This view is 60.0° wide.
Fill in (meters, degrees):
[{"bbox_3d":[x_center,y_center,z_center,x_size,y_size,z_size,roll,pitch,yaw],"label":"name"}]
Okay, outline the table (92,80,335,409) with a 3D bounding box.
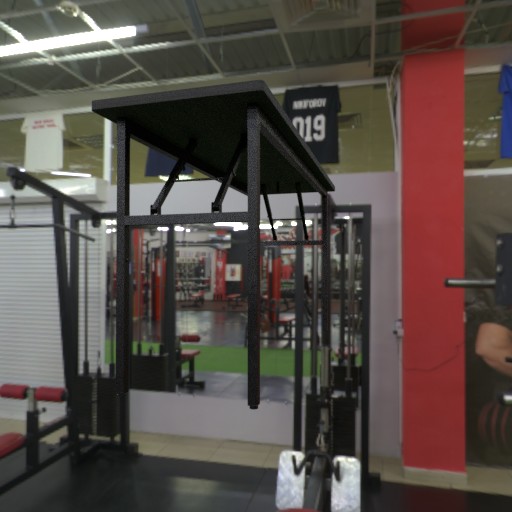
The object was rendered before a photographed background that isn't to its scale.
[{"bbox_3d":[0.000,0.000,1.705,0.449,0.750,1.399,0,-1,17],"label":"table"}]
